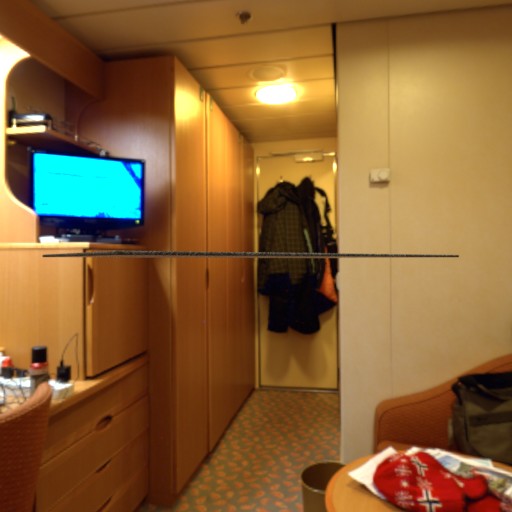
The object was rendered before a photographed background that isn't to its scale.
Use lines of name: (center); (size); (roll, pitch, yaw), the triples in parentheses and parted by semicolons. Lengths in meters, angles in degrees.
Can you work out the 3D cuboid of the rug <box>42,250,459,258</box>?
rug: (0.000, 0.000, 2.927); (2.330, 0.017, 1.478); (0, -1, -35)
